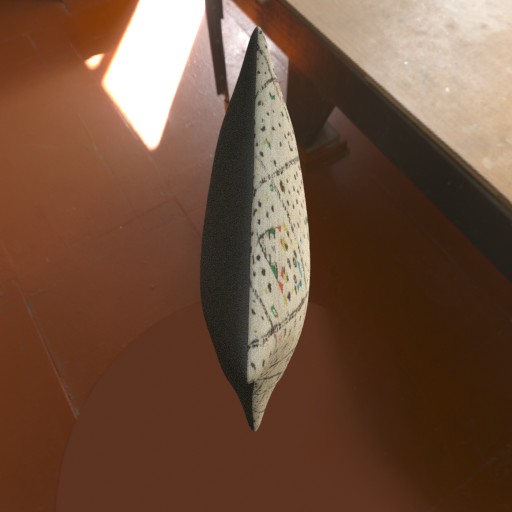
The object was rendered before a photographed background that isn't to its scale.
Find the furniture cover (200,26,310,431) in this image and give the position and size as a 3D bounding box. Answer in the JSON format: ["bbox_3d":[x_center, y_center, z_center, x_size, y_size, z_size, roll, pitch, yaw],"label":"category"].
[{"bbox_3d":[0.000,0.000,0.766,0.180,0.498,0.525,1,64,1],"label":"furniture cover"}]
